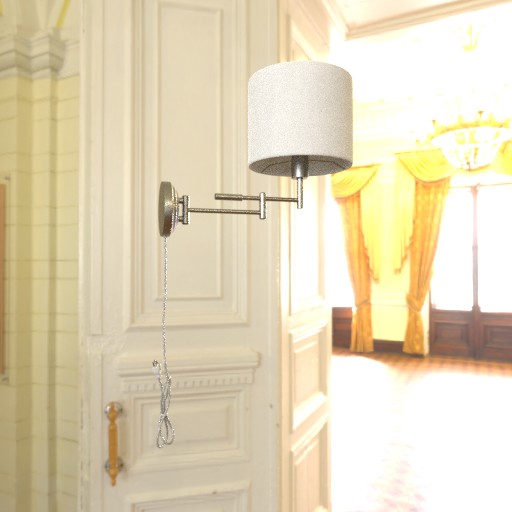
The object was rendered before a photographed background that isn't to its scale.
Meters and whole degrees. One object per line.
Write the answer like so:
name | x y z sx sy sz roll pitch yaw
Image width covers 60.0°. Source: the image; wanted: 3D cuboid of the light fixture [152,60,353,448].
light fixture | 0.000 0.000 1.040 0.479 0.842 0.253 0 -1 -19
